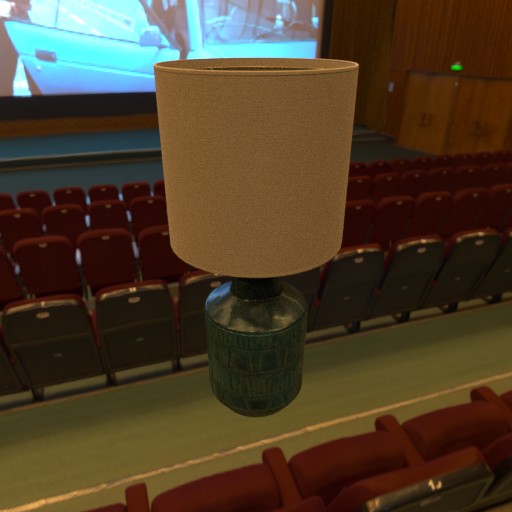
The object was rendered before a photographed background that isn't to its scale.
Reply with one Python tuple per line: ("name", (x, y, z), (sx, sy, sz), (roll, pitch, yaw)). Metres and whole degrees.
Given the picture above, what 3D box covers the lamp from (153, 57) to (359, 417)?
("lamp", (0.000, 0.000, 0.568), (0.211, 0.455, 0.211), (-9, 28, -17))
